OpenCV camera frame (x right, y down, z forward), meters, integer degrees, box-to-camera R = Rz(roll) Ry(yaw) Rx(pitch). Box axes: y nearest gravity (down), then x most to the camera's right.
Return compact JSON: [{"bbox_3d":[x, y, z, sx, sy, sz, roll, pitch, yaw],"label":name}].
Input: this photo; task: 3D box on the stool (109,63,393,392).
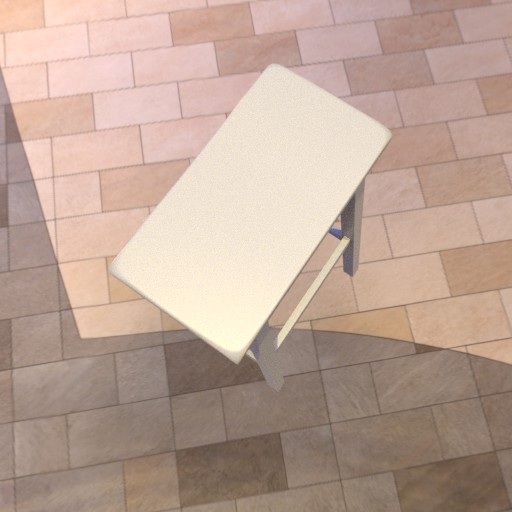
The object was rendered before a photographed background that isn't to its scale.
[{"bbox_3d":[0.000,0.000,1.043,0.476,0.737,0.457,34,78,8],"label":"stool"}]
